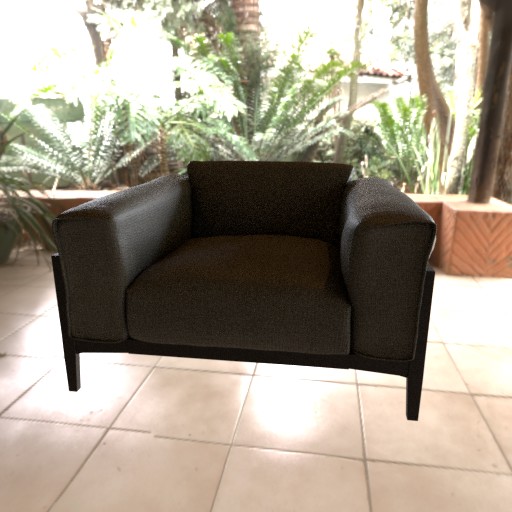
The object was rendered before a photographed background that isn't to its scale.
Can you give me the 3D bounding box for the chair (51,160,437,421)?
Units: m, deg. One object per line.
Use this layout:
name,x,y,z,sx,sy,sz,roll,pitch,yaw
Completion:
chair,0.000,0.000,1.638,1.056,0.646,0.969,2,16,8
